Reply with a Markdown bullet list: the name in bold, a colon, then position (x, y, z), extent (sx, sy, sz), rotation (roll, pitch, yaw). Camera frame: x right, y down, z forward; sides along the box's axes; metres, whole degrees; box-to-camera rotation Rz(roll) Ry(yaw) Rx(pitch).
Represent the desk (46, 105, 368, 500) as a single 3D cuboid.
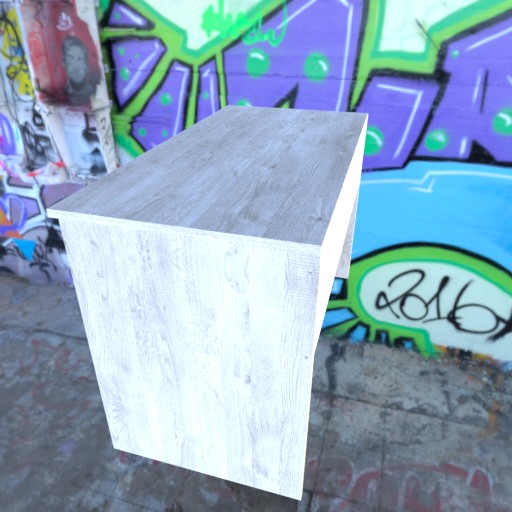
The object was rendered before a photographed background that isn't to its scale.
- **desk**: position (0.000, 0.000, 1.465), extent (0.560, 0.730, 1.100), rotation (8, 31, 14)
